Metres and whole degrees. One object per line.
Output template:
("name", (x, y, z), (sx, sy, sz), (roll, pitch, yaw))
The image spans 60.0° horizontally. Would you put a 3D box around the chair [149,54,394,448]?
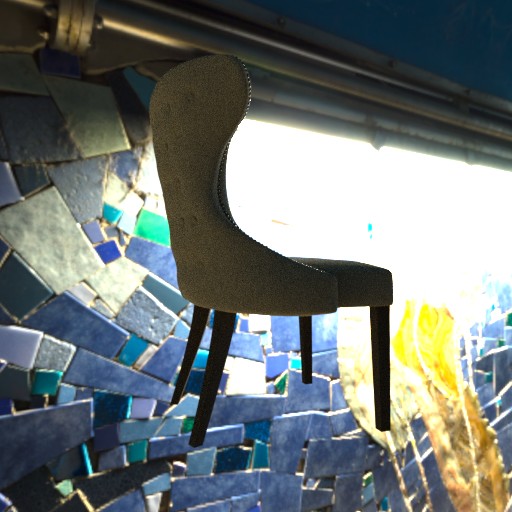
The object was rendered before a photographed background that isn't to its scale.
("chair", (0.000, 0.000, 1.366), (0.635, 0.967, 0.628), (0, 0, -19))
